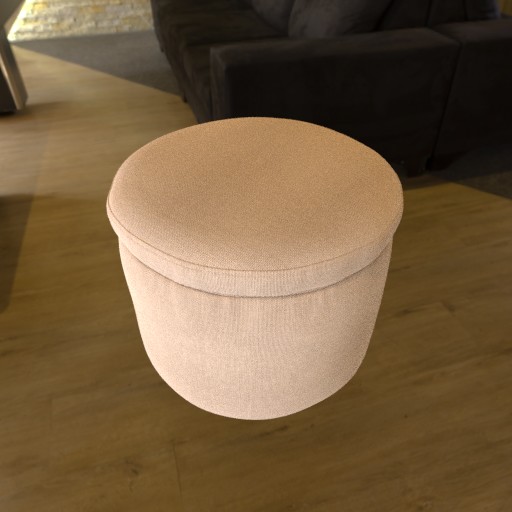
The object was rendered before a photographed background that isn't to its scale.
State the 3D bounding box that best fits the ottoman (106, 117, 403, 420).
[{"bbox_3d":[0.000,0.000,0.870,0.497,0.409,0.497,0,40,0],"label":"ottoman"}]
